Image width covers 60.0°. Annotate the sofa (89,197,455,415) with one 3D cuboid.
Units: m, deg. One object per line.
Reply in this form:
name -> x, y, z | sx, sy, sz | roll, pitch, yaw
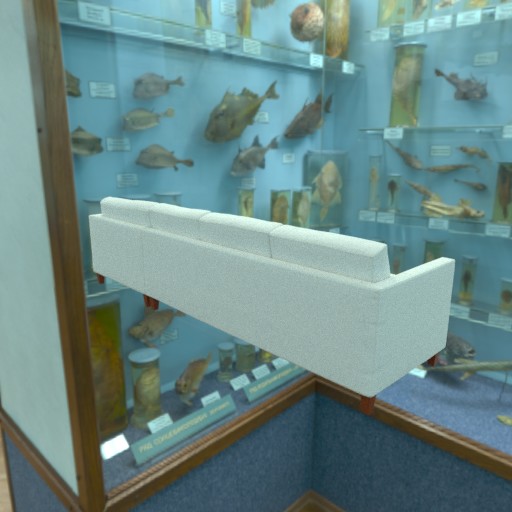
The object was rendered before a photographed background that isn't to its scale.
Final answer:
sofa -> 0.000, 0.000, 4.033 | 1.606, 0.954, 3.471 | -13, 19, -42
